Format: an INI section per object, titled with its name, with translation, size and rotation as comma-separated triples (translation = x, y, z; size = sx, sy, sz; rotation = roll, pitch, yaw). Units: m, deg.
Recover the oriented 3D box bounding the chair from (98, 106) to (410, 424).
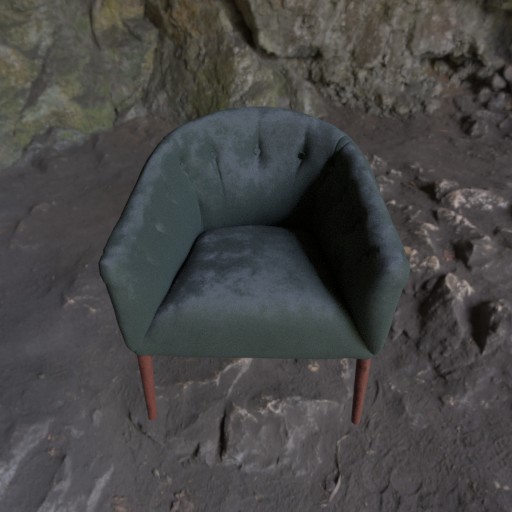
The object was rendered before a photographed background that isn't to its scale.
[chair]
translation = 0.000, 0.000, 1.573
size = 0.851, 0.885, 0.776
rotation = 1, 31, 1
